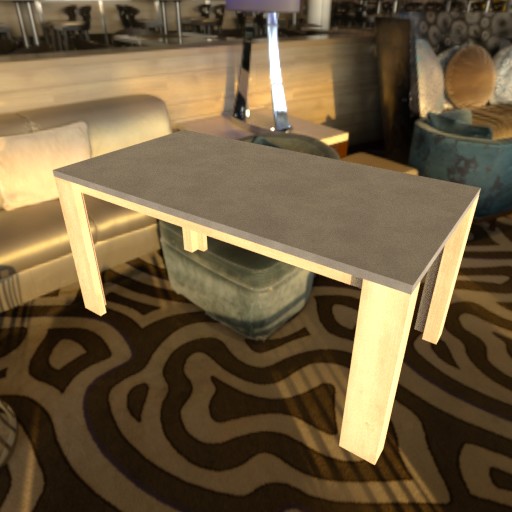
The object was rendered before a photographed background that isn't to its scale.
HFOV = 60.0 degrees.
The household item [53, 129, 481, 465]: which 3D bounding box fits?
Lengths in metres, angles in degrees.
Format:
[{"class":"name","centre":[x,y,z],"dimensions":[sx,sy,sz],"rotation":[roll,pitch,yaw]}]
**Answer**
[{"class":"household item","centre":[0.000,0.000,2.055],"dimensions":[1.600,0.755,0.850],"rotation":[19,35,30]}]
